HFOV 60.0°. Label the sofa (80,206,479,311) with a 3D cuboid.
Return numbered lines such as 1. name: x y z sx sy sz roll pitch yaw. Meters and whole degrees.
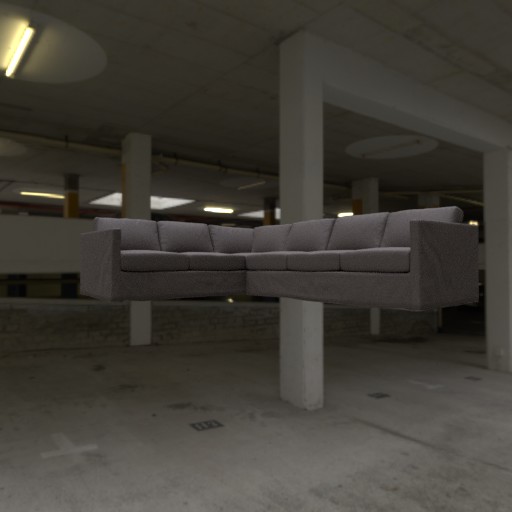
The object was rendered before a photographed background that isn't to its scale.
1. sofa: 0.000 0.000 4.329 2.432 0.871 3.182 1 -1 -38
